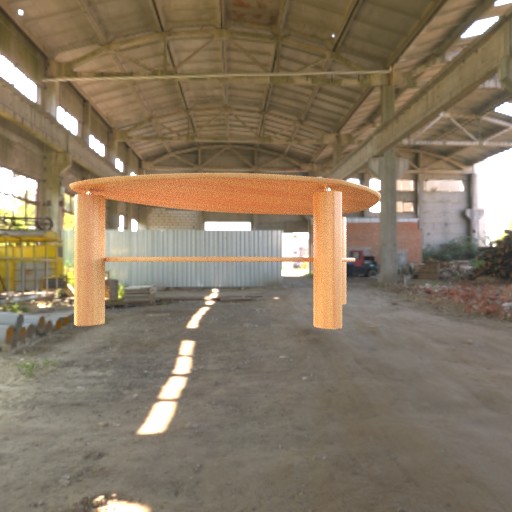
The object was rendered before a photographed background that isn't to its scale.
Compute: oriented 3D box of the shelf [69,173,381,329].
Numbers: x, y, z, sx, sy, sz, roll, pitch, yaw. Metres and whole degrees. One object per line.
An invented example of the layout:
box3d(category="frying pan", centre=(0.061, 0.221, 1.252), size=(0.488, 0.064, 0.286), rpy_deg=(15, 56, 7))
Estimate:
box3d(category="shelf", centre=(0.000, 0.000, 1.638), size=(1.246, 0.440, 0.845), rpy_deg=(1, -1, -36))
